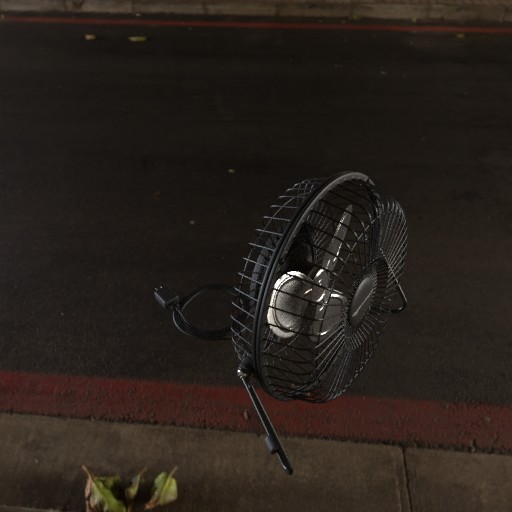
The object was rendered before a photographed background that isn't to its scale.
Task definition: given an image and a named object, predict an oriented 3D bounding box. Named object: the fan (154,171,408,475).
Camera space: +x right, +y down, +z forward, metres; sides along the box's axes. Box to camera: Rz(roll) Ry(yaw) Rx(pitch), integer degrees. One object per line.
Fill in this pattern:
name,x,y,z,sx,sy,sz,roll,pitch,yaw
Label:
fan,0.000,0.000,0.381,0.227,0.188,0.209,26,47,27
